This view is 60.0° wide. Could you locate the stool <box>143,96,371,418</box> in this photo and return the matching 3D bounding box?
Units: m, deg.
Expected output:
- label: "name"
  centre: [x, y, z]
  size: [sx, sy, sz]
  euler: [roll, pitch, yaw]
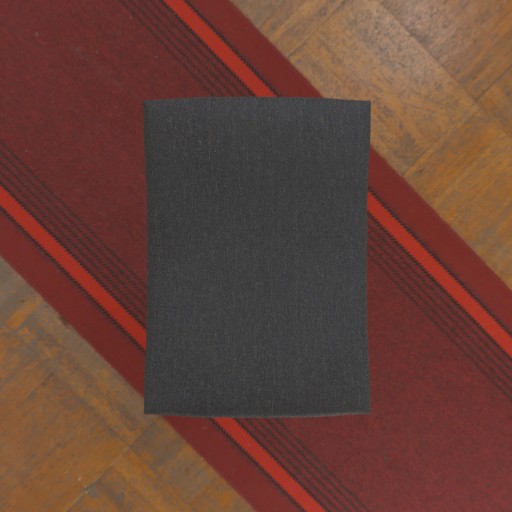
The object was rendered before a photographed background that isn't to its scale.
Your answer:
- label: "stool"
  centre: [0.000, 0.000, 1.014]
  size: [0.366, 0.760, 0.502]
  euler: [0, 90, 0]
